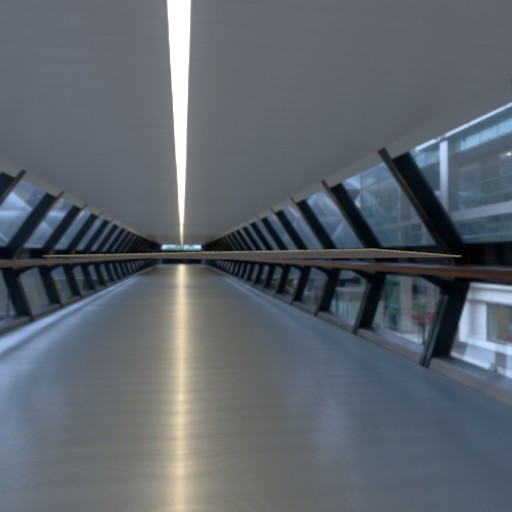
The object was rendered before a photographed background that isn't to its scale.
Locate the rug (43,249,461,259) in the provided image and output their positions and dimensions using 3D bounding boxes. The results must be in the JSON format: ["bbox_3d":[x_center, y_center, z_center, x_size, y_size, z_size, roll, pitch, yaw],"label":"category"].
[{"bbox_3d":[0.000,0.000,4.258,3.201,0.014,2.437,-1,-1,35],"label":"rug"}]
